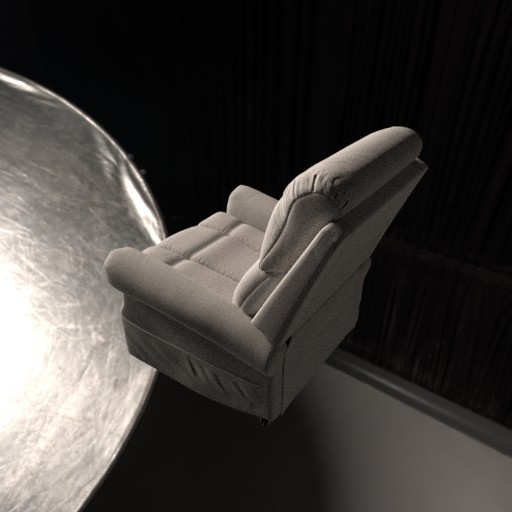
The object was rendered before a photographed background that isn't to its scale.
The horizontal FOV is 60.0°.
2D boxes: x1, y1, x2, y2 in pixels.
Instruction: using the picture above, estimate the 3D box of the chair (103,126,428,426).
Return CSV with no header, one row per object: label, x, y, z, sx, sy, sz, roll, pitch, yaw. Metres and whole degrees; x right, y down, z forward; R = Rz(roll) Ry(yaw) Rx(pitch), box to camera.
chair,0.000,0.000,1.728,0.979,1.031,0.871,21,37,30
